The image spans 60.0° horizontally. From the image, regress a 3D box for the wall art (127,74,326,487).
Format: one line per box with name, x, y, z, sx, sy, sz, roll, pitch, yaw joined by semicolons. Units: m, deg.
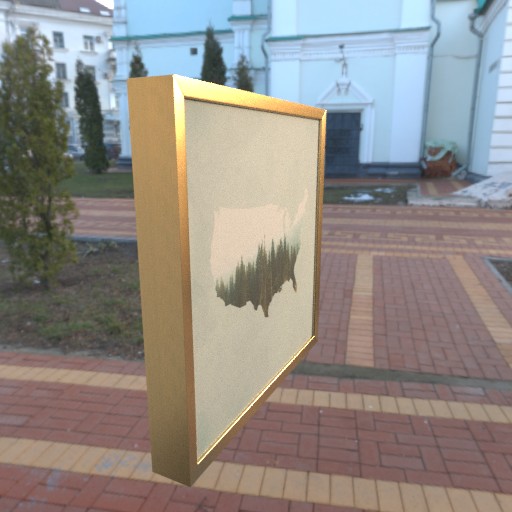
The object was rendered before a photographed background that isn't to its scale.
wall art;0.000;0.000;0.453;0.038;0.304;0.304;7;15;26
